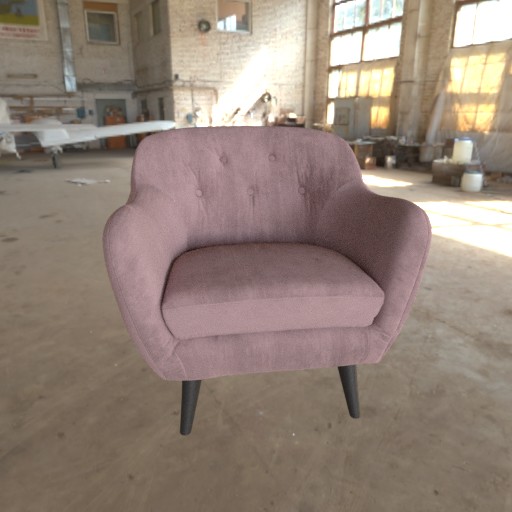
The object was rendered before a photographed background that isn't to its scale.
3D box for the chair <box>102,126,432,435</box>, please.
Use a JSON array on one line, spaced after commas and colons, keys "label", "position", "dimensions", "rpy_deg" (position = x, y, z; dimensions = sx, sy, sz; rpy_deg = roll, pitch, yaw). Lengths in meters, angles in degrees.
[{"label": "chair", "position": [0.000, 0.000, 1.483], "dimensions": [0.840, 0.820, 0.820], "rpy_deg": [-3, 18, -8]}]
